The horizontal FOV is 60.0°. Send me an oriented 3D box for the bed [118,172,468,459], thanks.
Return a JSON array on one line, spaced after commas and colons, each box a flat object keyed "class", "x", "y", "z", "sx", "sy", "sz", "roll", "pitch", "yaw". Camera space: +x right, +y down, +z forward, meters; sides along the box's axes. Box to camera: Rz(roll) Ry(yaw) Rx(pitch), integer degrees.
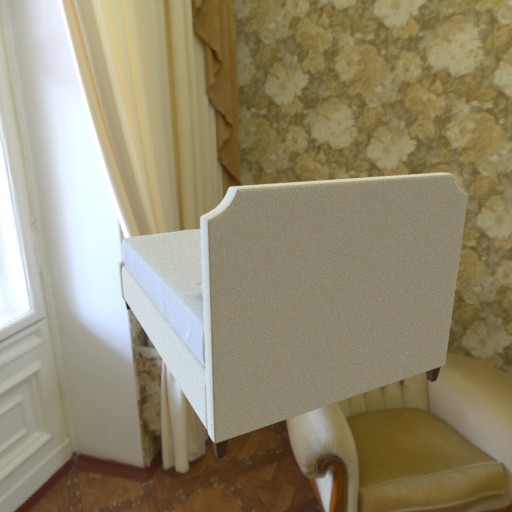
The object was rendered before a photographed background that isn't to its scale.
[{"class": "bed", "x": 0.000, "y": 0.000, "z": 3.455, "sx": 1.703, "sy": 1.415, "sz": 2.329, "roll": -8, "pitch": 18, "yaw": -26}]
